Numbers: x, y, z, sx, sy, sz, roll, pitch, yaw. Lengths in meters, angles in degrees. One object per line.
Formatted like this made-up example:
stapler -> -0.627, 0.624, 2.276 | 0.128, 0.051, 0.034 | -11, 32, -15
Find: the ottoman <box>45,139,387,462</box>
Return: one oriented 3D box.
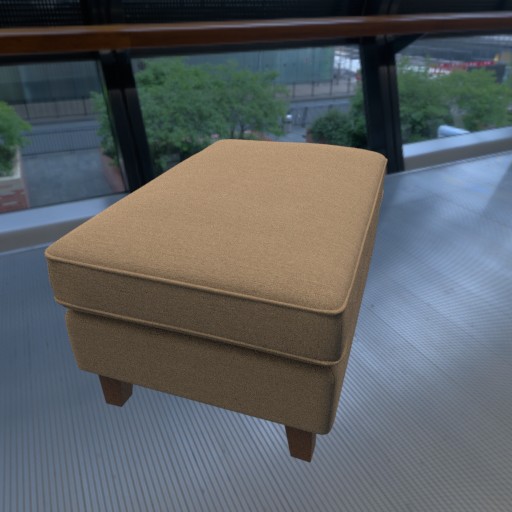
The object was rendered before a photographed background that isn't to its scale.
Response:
ottoman -> 0.000, 0.000, 1.279 | 0.636, 0.521, 0.945 | 9, 30, 16
